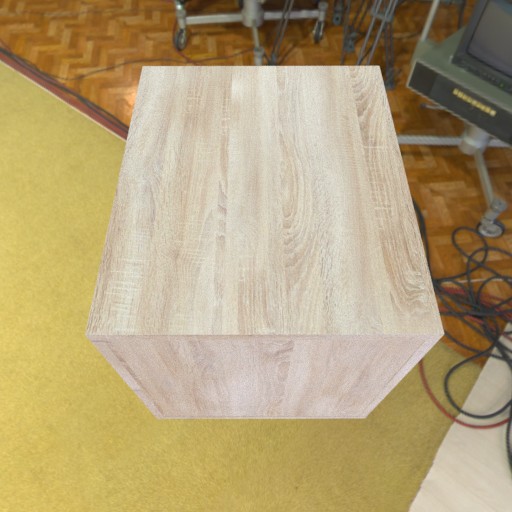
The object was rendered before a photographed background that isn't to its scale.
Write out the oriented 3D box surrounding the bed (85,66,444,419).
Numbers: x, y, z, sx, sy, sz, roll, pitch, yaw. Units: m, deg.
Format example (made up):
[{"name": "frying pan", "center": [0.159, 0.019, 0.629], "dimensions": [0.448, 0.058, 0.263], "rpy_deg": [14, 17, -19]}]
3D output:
[{"name": "bed", "center": [0.000, 0.000, 0.770], "dimensions": [0.401, 0.420, 0.460], "rpy_deg": [0, 58, 0]}]
